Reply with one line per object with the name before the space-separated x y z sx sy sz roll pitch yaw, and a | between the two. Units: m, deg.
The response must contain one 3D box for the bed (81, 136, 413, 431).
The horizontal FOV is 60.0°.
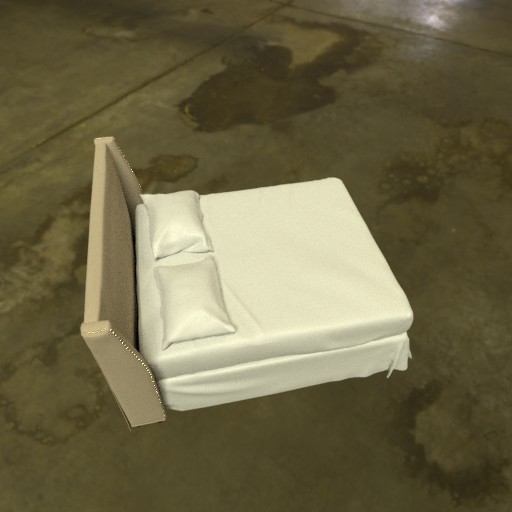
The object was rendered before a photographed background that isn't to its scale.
bed | 0.000 0.000 3.555 2.276 1.332 1.925 -9 48 -8
